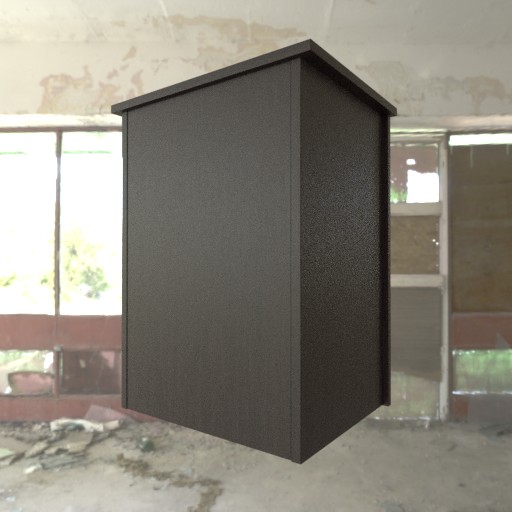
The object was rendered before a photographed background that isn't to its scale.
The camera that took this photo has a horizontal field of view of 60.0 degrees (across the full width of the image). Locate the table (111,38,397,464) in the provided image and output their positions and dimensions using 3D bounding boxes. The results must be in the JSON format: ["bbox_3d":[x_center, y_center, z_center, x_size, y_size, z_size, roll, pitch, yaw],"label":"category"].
[{"bbox_3d":[0.000,0.000,0.944,0.480,0.635,0.381,0,0,36],"label":"table"}]
